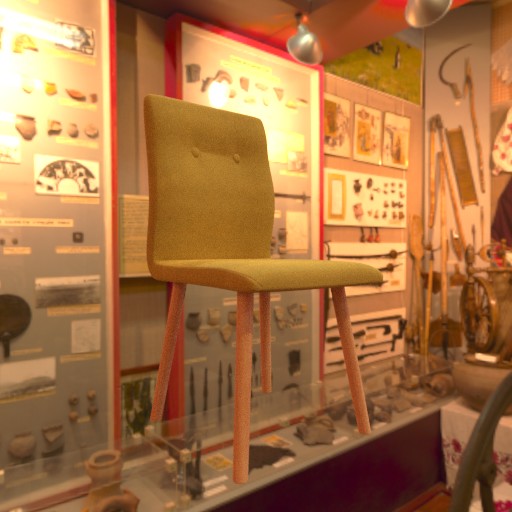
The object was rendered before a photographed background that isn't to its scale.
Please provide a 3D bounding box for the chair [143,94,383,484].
[{"bbox_3d":[0.000,0.000,1.254,0.450,0.965,0.550,-1,1,-37],"label":"chair"}]
